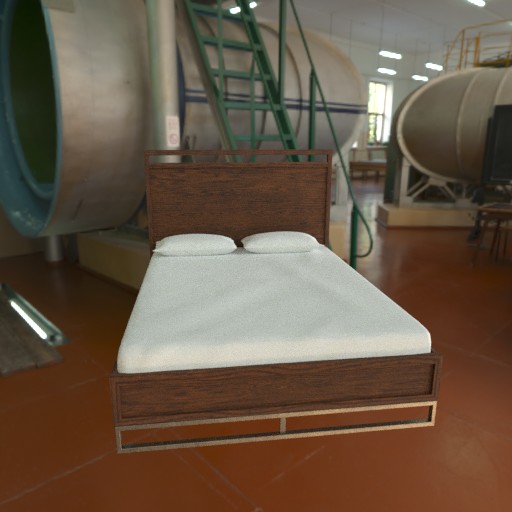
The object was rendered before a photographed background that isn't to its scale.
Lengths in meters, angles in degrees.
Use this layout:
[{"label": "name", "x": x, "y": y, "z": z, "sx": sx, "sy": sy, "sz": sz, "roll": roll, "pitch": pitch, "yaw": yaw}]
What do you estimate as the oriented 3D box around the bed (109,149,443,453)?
[{"label": "bed", "x": 0.000, "y": 0.000, "z": 3.287, "sx": 1.765, "sy": 1.487, "sz": 2.218, "roll": -2, "pitch": 15, "yaw": -7}]
